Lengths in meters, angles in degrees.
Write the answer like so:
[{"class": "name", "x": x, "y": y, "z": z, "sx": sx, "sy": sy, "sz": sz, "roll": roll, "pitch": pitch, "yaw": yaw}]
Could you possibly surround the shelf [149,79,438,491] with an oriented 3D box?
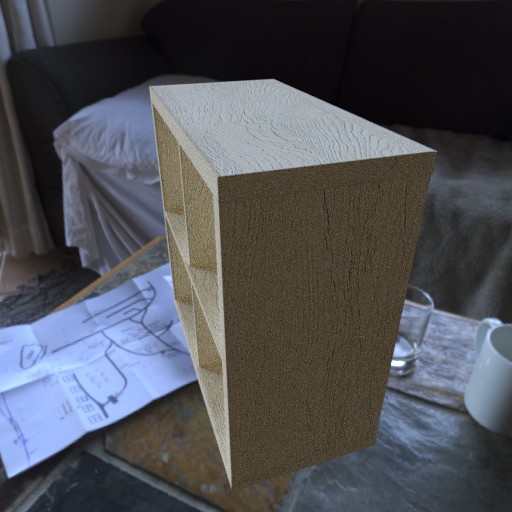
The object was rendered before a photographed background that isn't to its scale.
[{"class": "shelf", "x": 0.000, "y": 0.000, "z": 1.230, "sx": 0.390, "sy": 0.786, "sz": 0.790, "roll": -10, "pitch": 32, "yaw": -16}]
